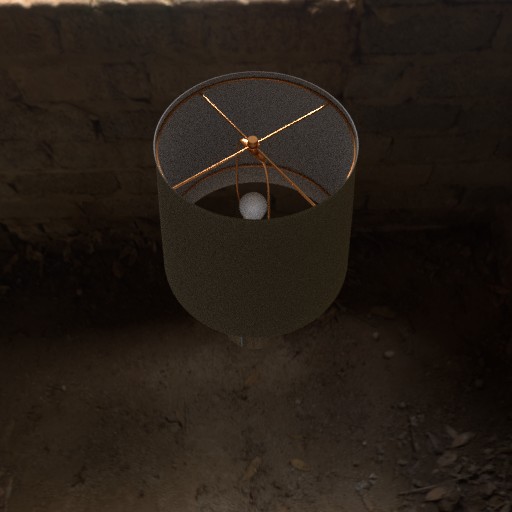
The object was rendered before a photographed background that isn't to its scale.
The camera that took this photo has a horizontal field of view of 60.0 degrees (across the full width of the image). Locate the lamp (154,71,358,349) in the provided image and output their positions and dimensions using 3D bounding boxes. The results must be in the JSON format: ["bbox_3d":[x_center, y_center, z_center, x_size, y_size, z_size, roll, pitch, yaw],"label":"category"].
[{"bbox_3d":[0.000,0.000,0.470,0.189,0.340,0.189,0,59,0],"label":"lamp"}]
